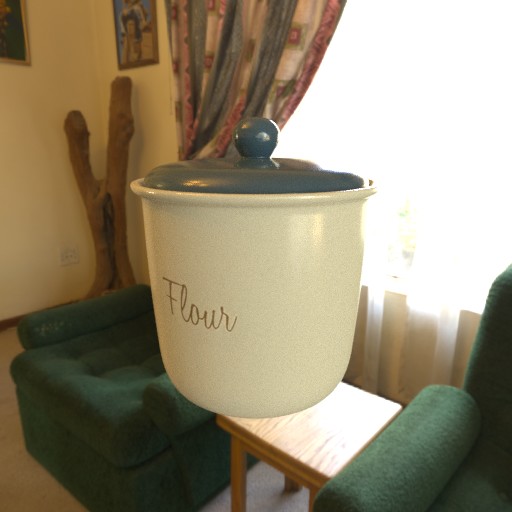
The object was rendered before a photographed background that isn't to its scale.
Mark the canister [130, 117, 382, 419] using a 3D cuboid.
[{"bbox_3d":[0.000,0.000,0.347,0.182,0.208,0.182,0,15,0],"label":"canister"}]
